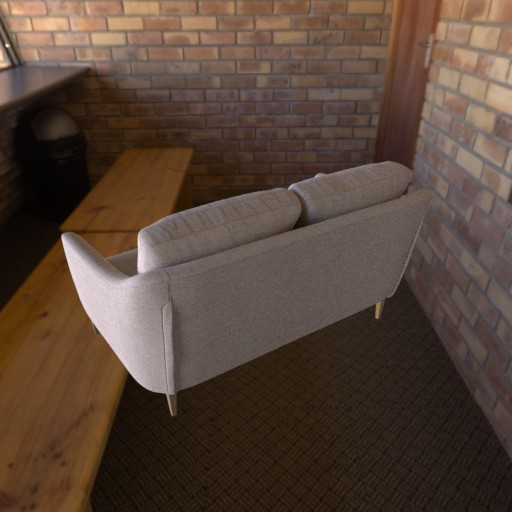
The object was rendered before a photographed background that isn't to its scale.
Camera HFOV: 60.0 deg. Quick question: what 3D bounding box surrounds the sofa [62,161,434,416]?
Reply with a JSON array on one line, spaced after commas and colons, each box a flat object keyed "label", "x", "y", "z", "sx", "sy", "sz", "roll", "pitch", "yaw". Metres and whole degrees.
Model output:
[{"label": "sofa", "x": 0.000, "y": 0.000, "z": 2.220, "sx": 1.619, "sy": 0.904, "sz": 0.960, "roll": -18, "pitch": 34, "yaw": -28}]
